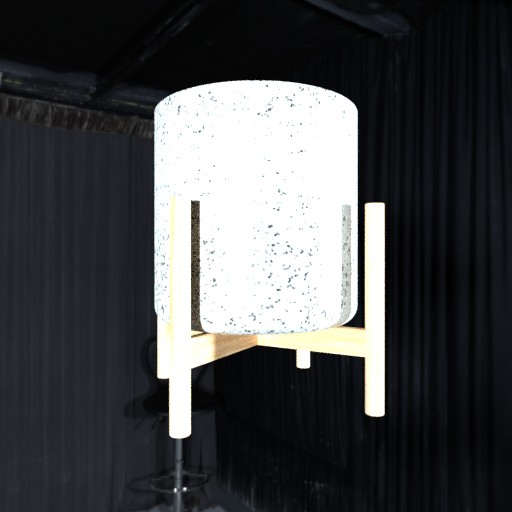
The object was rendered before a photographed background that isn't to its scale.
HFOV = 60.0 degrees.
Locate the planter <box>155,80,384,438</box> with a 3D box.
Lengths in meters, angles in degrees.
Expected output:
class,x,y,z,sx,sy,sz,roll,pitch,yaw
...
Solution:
class,x,y,z,sx,sy,sz,roll,pitch,yaw
planter,0.000,0.000,0.679,0.360,0.419,0.360,0,0,-38
